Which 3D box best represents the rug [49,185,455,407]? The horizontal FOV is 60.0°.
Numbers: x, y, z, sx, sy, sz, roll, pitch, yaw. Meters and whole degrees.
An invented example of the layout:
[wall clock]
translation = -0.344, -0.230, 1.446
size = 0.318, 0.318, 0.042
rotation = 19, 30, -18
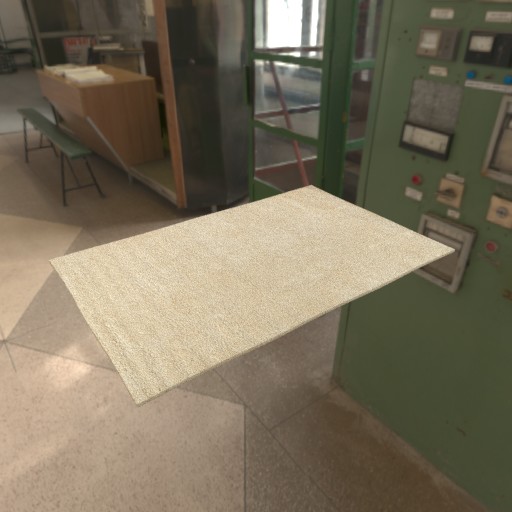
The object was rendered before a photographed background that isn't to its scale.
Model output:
[rug]
translation = 0.000, 0.000, 3.038
size = 2.346, 0.025, 1.500
rotation = -20, 36, -30
